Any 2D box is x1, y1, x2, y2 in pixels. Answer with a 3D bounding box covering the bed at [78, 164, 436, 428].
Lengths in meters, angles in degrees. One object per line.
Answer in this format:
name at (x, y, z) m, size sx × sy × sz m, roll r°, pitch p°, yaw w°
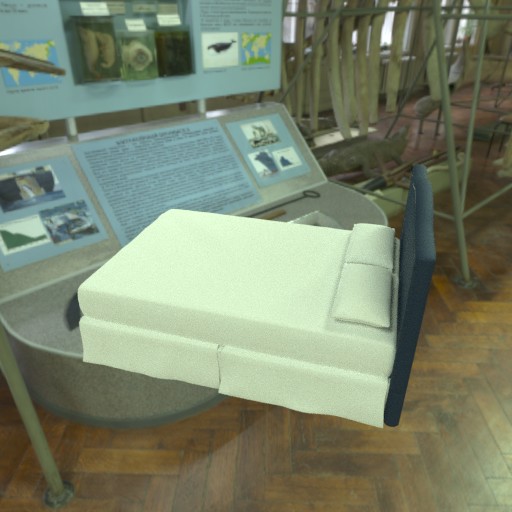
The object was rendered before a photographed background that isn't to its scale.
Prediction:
bed at (0.000, 0.000, 3.670) m, size 2.507 × 1.441 × 1.741 m, roll 8°, pitch 30°, yaw 14°
